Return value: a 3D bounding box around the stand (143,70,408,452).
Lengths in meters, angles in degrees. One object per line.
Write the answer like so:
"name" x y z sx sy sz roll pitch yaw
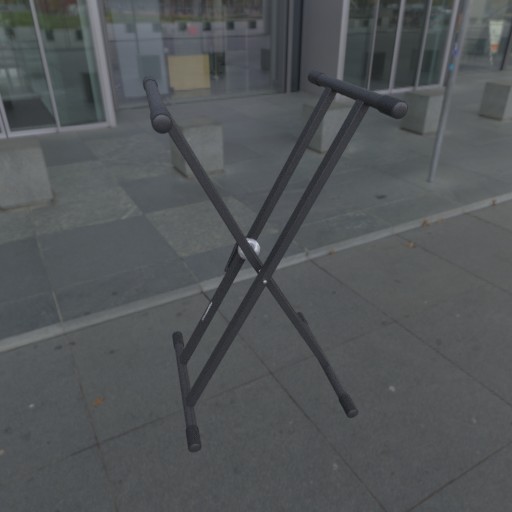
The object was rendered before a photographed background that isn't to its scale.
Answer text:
"stand" 0.000 0.000 1.244 0.503 0.900 0.495 -7 30 -12
